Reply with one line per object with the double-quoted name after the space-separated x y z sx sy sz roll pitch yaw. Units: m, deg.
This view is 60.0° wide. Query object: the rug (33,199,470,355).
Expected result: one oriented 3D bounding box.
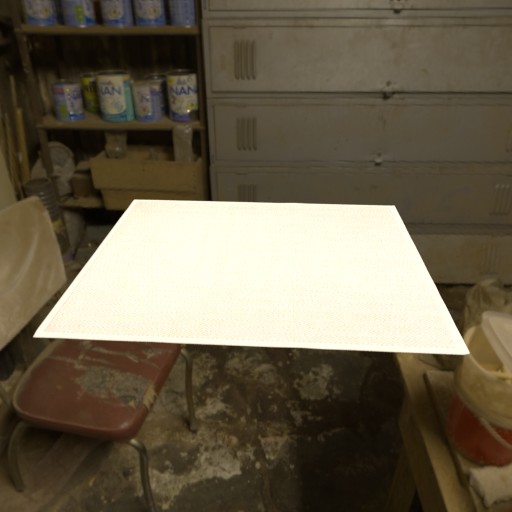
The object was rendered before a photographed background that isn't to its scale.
0.000 0.000 4.068 3.009 0.019 2.423 2 31 3 "rug"
